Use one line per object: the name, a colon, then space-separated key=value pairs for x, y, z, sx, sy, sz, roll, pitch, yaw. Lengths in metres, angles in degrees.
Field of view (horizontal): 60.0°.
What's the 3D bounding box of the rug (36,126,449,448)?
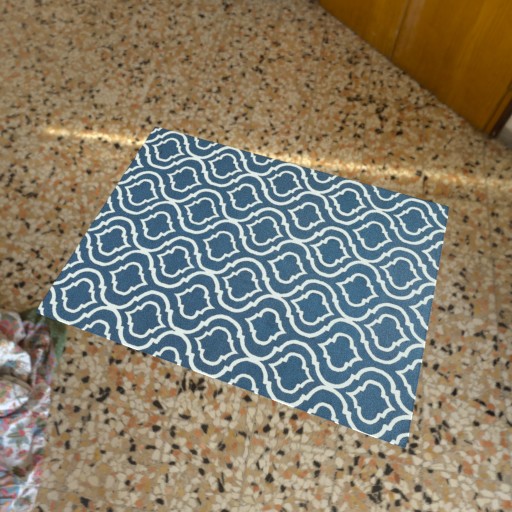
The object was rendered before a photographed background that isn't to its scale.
rug: x=0.000 y=0.000 z=4.277 sx=3.353 sy=0.010 sz=2.438 roll=17 pitch=62 yaw=10
